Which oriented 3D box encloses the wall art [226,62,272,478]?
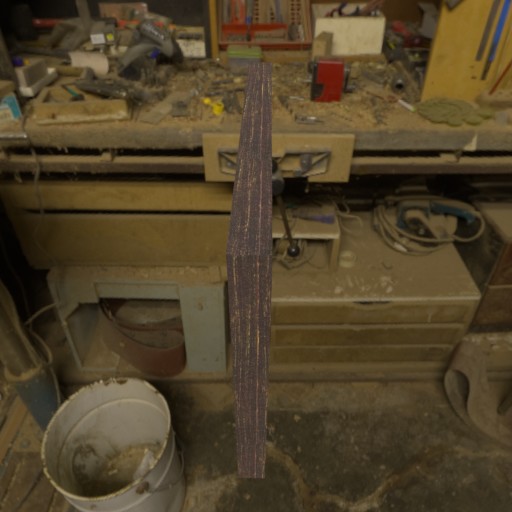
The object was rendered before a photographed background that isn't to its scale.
[{"bbox_3d":[0.000,0.000,0.534,0.031,0.330,0.381,1,41,1],"label":"wall art"}]
